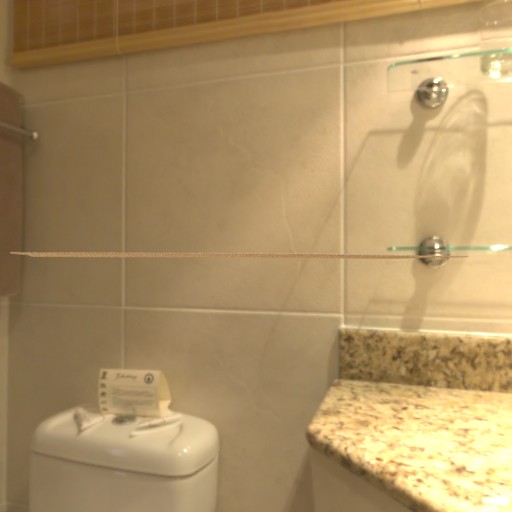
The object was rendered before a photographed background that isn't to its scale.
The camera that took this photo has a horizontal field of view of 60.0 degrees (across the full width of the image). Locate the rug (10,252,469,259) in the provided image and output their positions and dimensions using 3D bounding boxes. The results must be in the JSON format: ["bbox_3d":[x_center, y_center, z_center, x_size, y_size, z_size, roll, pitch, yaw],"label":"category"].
[{"bbox_3d":[0.000,0.000,2.474,2.346,0.013,0.712,0,-1,-20],"label":"rug"}]
